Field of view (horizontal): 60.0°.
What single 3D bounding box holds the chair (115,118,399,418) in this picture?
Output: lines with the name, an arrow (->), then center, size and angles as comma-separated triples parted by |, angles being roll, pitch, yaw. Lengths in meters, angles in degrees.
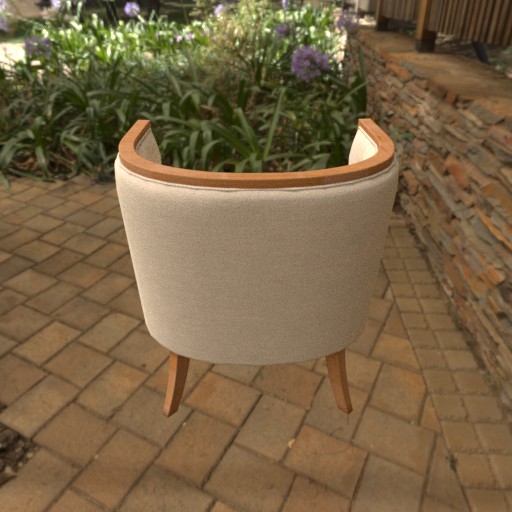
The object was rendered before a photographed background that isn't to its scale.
chair -> 0.000, 0.000, 1.379 | 0.711, 0.775, 0.757 | -1, 30, -1
